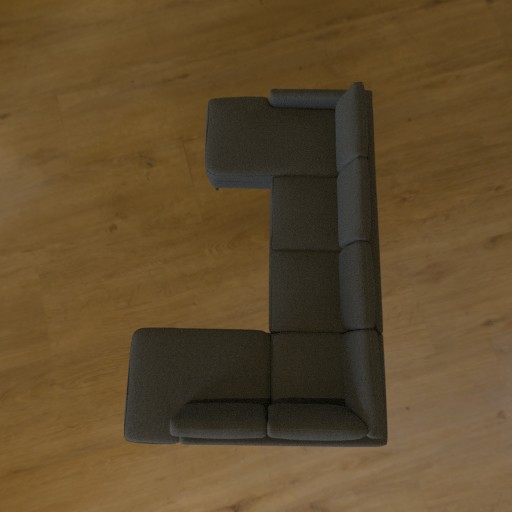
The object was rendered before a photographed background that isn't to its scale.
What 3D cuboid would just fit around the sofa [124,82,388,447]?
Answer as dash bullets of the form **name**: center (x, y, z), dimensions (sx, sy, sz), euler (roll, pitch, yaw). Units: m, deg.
- **sofa**: center (0.000, 0.000, 3.728), dimensions (1.984, 0.858, 2.975), euler (1, 77, 0)
